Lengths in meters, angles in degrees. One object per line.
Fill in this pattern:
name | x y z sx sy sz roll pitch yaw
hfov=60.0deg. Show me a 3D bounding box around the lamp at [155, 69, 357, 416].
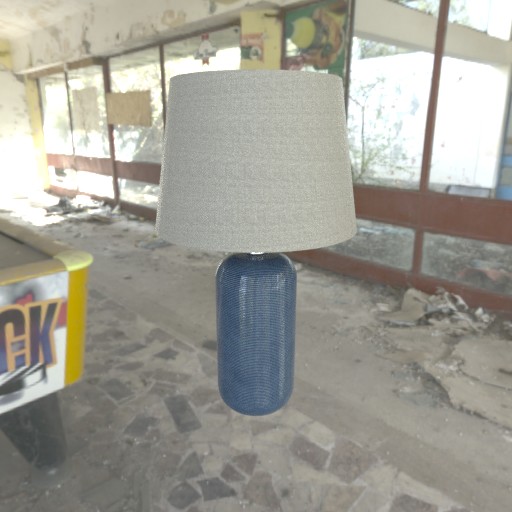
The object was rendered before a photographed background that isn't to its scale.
lamp | 0.000 0.000 0.579 0.253 0.428 0.253 0 16 0
